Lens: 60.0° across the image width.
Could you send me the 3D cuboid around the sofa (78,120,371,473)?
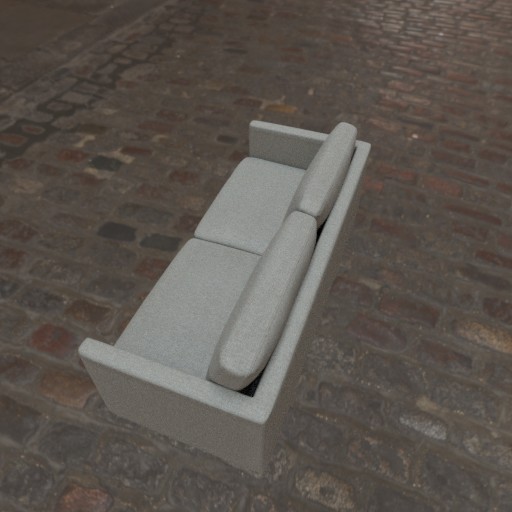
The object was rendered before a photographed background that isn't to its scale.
[{"bbox_3d":[0.000,0.000,2.780,0.956,0.963,2.208,16,49,14],"label":"sofa"}]
